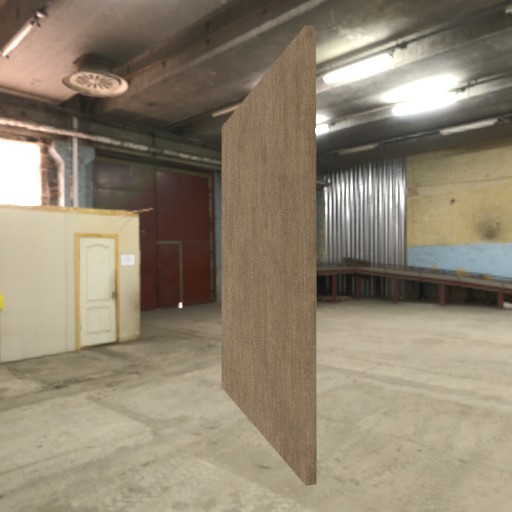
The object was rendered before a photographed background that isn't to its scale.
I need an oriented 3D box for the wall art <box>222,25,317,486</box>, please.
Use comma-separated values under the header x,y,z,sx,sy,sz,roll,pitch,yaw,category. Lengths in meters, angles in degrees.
x,y,z,sx,sy,sz,roll,pitch,yaw,category
0.000,0.000,0.916,0.018,0.686,0.534,0,-1,-18,wall art
